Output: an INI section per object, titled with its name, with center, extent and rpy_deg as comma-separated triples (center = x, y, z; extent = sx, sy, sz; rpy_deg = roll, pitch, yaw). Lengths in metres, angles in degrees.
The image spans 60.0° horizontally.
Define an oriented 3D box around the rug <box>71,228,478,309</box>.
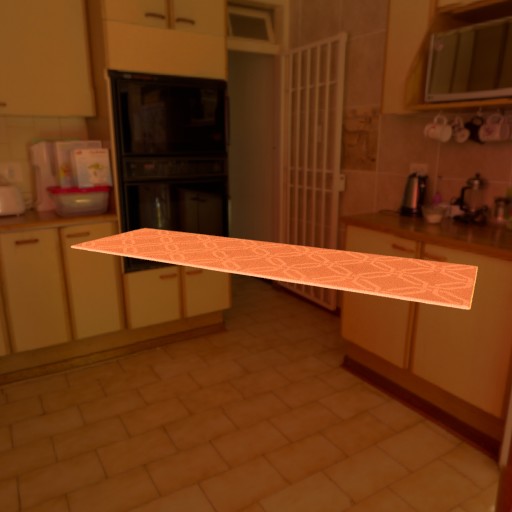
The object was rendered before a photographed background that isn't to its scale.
[rug]
center = 0.000, 0.000, 2.554
extent = 2.276, 0.014, 0.678
rpy_deg = 8, 16, 27
